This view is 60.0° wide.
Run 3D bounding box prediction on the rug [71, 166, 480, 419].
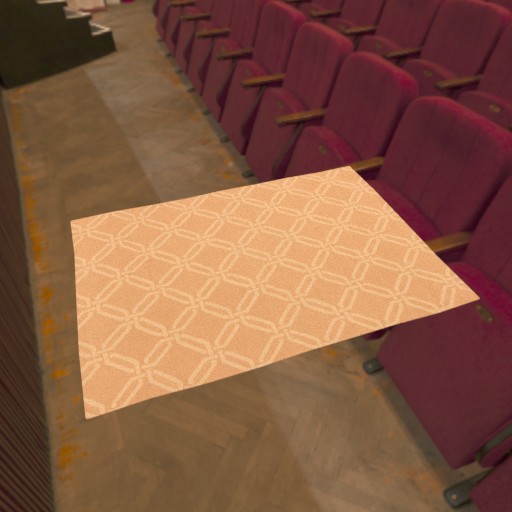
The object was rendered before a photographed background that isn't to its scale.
[{"bbox_3d":[0.000,0.000,2.728,2.135,0.013,1.524,-13,44,-14],"label":"rug"}]
